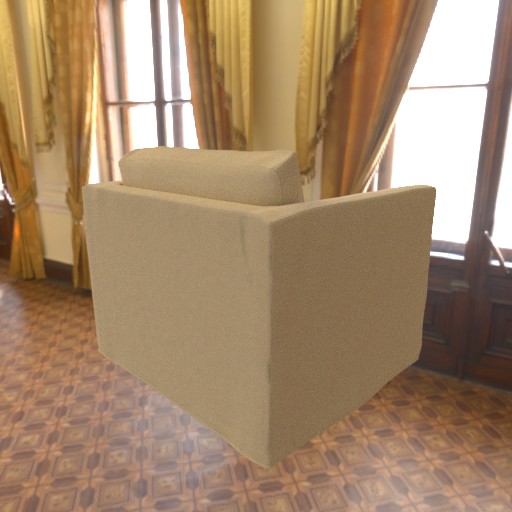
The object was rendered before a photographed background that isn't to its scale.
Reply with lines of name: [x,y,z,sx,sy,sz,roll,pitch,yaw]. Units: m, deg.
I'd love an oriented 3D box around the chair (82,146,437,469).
chair: [0.000,0.000,1.765,0.947,0.851,1.057,-15,21,-43]
